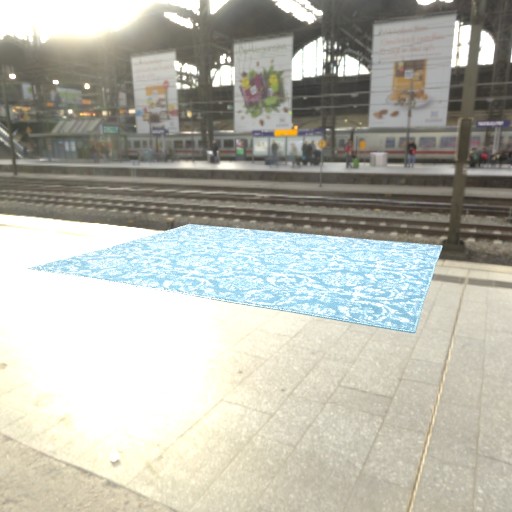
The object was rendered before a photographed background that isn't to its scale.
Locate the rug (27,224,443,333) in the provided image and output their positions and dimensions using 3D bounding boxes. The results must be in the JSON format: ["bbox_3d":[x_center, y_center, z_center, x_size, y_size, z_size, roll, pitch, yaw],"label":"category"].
[{"bbox_3d":[0.000,0.000,3.988,2.980,0.012,2.363,6,15,25],"label":"rug"}]
